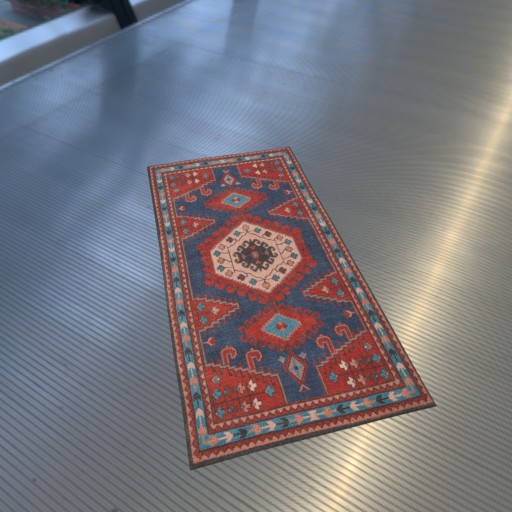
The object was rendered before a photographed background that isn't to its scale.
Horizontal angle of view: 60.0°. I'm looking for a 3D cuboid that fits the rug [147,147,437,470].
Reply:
[{"bbox_3d":[0.000,0.000,3.609,1.522,0.034,3.032,-10,46,-10],"label":"rug"}]
